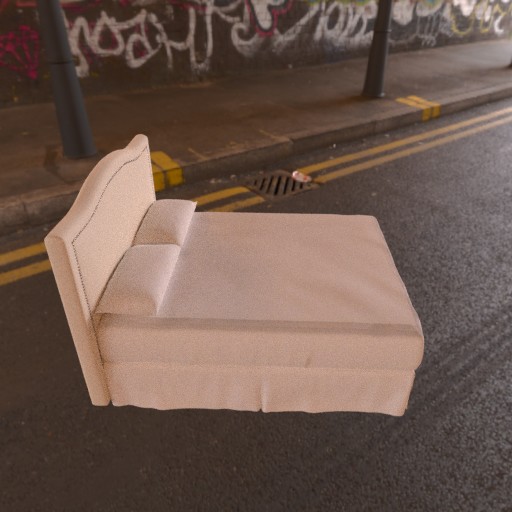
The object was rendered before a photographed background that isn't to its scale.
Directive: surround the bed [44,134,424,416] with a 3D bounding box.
[{"bbox_3d":[0.000,0.000,3.307,2.143,1.460,1.753,1,32,2],"label":"bed"}]
